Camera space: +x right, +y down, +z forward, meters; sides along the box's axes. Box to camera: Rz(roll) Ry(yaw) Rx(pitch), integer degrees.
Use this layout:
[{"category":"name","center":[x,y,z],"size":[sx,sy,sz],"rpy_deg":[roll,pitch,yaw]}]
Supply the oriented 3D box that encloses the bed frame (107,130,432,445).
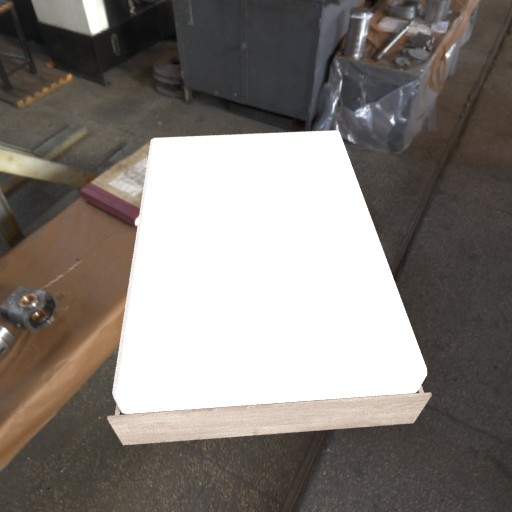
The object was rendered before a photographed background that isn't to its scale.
[{"category":"bed frame","center":[0.000,0.000,2.670],"size":[1.445,0.497,1.945],"rpy_deg":[-3,48,-3]}]
